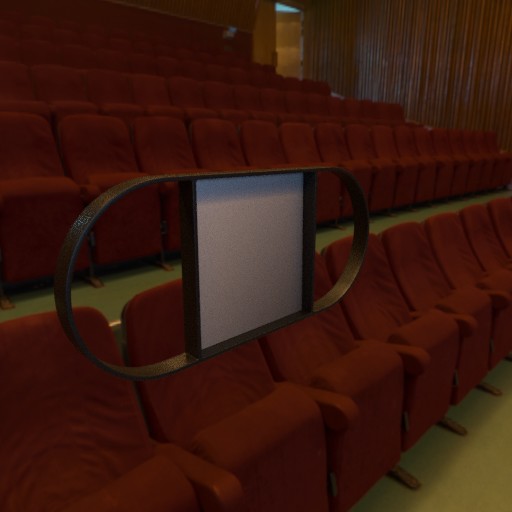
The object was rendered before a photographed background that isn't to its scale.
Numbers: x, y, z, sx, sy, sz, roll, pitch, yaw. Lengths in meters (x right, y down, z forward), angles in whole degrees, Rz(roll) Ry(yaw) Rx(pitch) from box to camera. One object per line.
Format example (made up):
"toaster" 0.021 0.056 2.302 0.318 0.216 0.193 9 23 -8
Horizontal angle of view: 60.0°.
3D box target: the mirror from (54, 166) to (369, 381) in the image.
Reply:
"mirror" 0.000 0.000 0.669 0.584 0.254 0.032 -14 20 -43
